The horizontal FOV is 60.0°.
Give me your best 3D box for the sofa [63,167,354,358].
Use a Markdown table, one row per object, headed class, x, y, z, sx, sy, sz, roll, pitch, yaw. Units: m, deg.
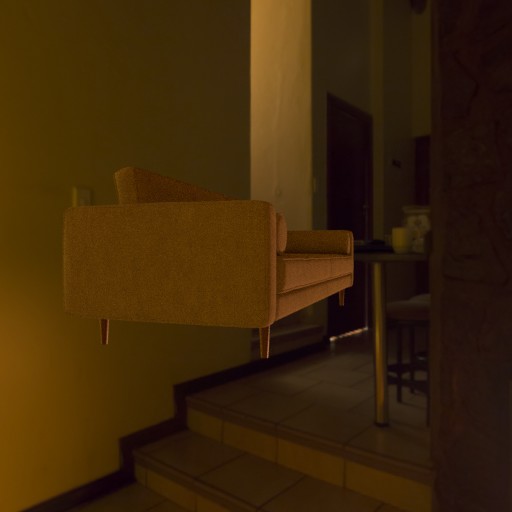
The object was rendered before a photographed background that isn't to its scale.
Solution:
| class | x | y | z | sx | sy | sz | roll | pitch | yaw |
| --- | --- | --- | --- | --- | --- | --- | --- | --- | --- |
| sofa | 0.000 | 0.000 | 2.688 | 0.919 | 0.770 | 2.200 | 0 | 0 | 20 |
